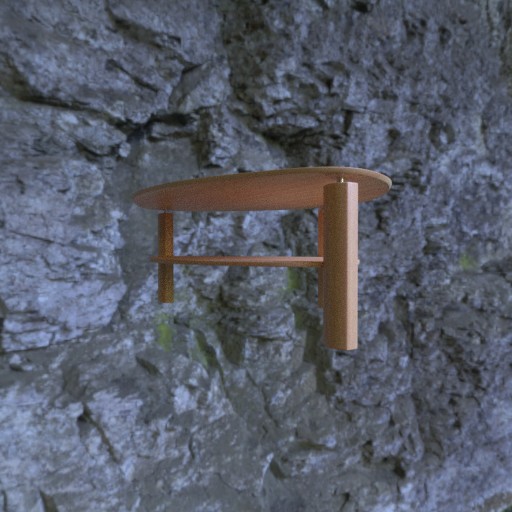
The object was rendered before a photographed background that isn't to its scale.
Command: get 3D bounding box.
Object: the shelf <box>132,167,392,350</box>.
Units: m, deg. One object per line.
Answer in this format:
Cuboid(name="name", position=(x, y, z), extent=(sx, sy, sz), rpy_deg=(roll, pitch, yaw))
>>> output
Cuboid(name="shelf", position=(0.000, 0.000, 1.647), extent=(0.845, 0.440, 1.246), rpy_deg=(-1, 1, -34))
